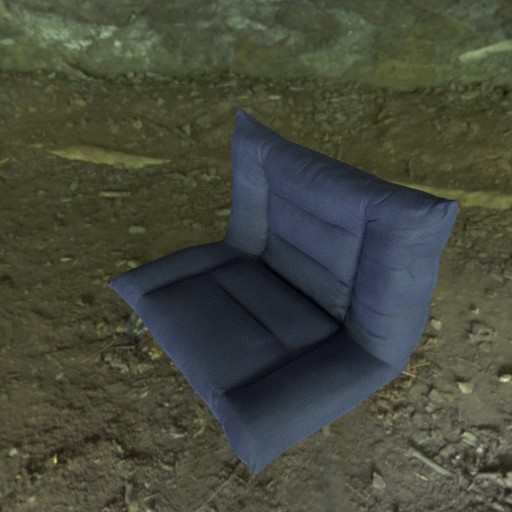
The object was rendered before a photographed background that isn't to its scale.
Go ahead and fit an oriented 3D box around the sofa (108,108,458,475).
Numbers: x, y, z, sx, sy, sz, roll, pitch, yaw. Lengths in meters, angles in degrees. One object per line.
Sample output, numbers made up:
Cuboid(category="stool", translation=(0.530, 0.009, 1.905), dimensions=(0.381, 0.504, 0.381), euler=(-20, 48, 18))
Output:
Cuboid(category="sofa", translation=(0.000, 0.000, 1.683), dimensions=(0.849, 0.778, 1.122), euler=(-22, 39, -30))
